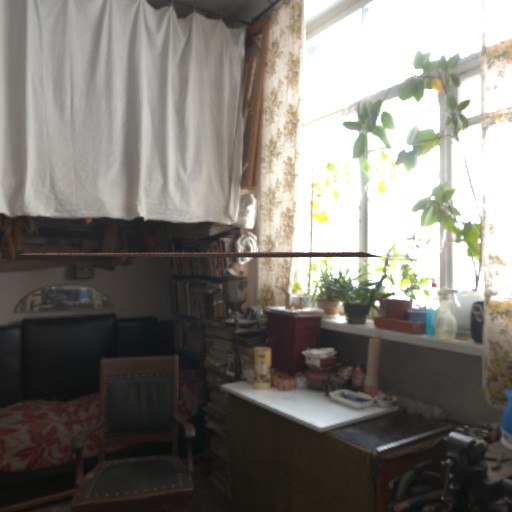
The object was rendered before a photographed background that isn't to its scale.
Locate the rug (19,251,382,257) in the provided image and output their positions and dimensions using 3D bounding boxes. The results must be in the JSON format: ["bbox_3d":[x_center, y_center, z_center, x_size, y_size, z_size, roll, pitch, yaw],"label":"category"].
[{"bbox_3d":[0.000,0.000,2.283,1.219,0.006,1.829,0,-1,17],"label":"rug"}]
